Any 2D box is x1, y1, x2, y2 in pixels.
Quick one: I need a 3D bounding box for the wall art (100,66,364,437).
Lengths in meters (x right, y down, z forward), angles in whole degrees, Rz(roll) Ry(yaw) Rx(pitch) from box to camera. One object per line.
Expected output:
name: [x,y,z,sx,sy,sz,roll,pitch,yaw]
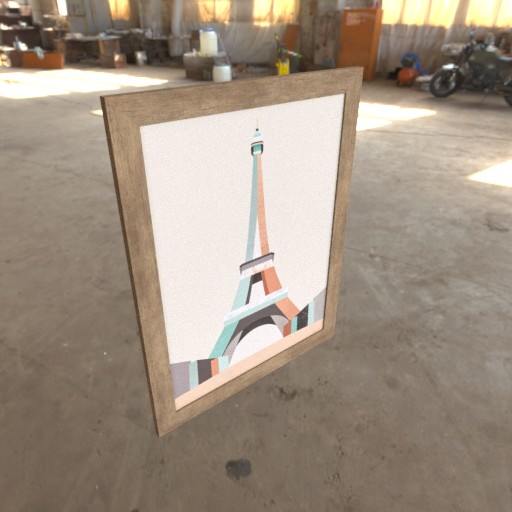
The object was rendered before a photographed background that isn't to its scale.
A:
wall art: [0.000,0.000,0.915,0.534,0.686,0.018,-21,36,-33]
